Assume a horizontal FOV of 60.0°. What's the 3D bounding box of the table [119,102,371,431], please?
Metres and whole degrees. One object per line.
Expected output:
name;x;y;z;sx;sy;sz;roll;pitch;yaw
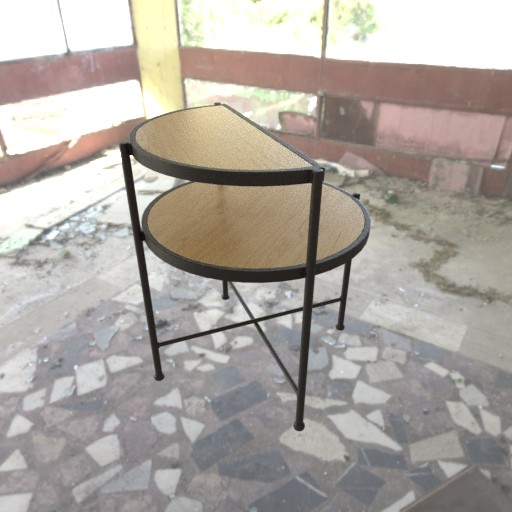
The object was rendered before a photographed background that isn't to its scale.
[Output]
table;0.000;0.000;1.199;0.628;0.684;0.629;-11;33;-18
